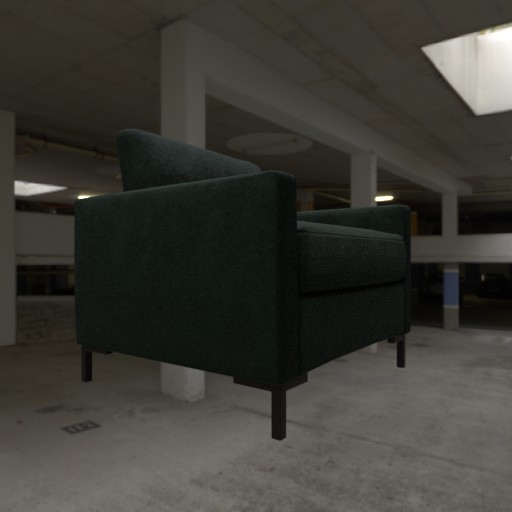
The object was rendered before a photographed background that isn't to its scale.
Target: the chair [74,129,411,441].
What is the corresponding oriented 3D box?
[{"bbox_3d":[0.000,0.000,1.618,0.866,0.861,0.963,0,0,37],"label":"chair"}]
